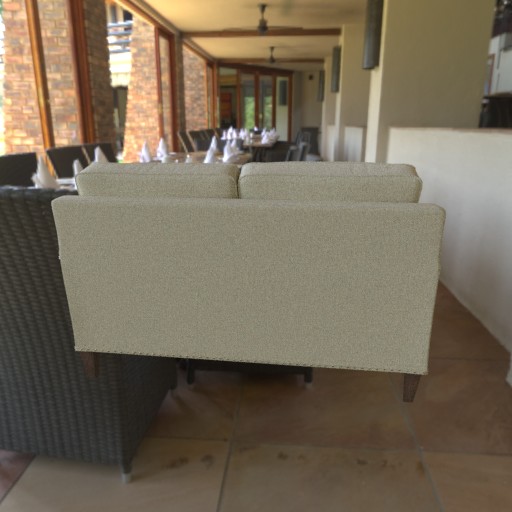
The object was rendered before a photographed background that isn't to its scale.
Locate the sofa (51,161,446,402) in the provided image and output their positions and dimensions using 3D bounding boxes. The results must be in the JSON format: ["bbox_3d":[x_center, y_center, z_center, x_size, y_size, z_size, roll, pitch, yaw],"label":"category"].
[{"bbox_3d":[0.000,0.000,2.258,1.597,1.003,1.084,2,17,7],"label":"sofa"}]
